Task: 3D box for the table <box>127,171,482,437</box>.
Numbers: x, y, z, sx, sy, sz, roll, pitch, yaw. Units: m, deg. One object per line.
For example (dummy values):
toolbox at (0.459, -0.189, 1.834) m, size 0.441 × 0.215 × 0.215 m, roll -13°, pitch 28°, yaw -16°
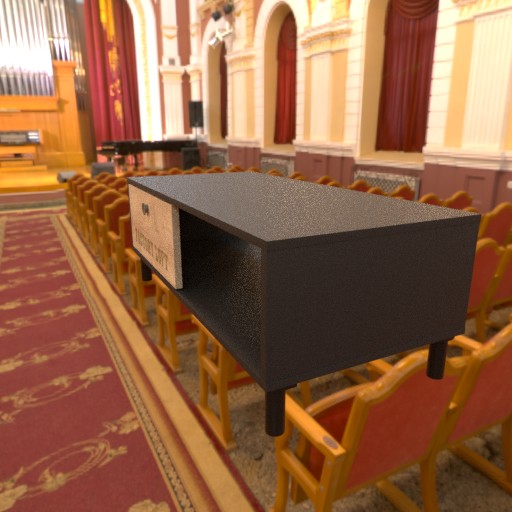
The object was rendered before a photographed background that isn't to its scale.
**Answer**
table at (0.000, 0.000, 1.361) m, size 0.550 × 0.400 × 1.100 m, roll -8°, pitch 18°, yaw -26°
